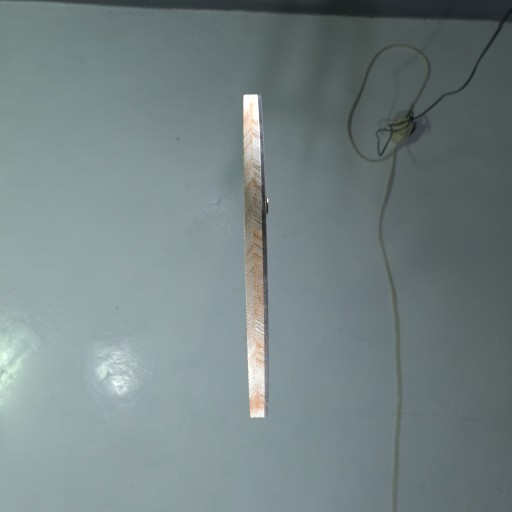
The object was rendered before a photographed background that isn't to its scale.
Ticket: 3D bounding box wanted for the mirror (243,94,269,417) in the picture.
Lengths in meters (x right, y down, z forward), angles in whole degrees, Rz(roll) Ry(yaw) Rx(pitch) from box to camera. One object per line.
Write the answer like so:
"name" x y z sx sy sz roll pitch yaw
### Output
"mirror" 0.000 0.000 1.040 0.038 0.710 0.710 -1 75 0
